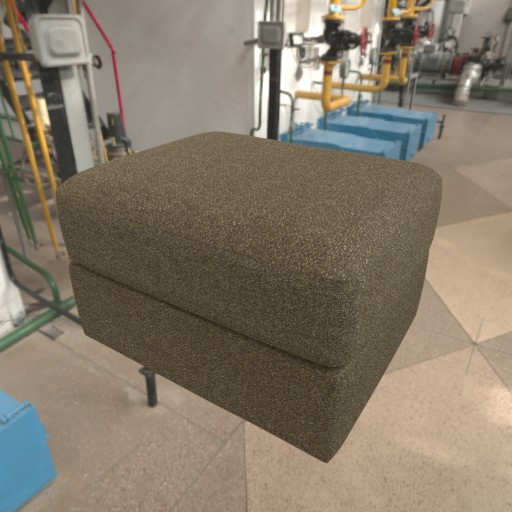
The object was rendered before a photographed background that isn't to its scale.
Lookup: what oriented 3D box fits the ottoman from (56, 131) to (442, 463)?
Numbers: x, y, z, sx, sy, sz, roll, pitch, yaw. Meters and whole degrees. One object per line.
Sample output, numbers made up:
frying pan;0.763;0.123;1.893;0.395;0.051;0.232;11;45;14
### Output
ottoman;0.000;0.000;1.102;0.742;0.476;0.598;17;33;29
